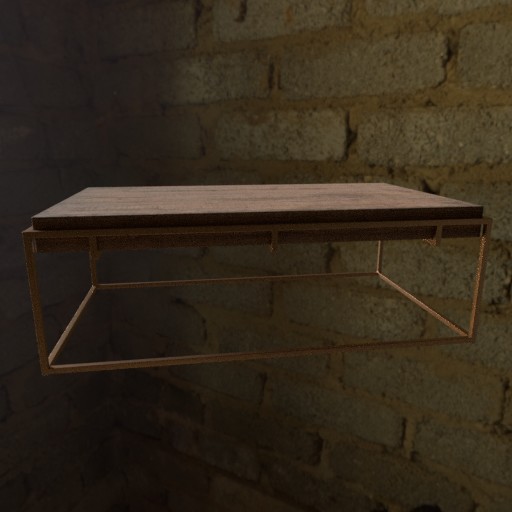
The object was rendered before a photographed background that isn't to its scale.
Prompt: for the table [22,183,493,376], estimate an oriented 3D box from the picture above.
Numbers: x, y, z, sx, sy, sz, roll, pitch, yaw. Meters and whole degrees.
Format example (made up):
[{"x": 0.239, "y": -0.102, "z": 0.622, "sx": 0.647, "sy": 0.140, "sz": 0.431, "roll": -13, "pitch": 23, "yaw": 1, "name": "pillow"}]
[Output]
[{"x": 0.000, "y": 0.000, "z": 1.709, "sx": 1.387, "sy": 0.468, "sz": 0.775, "roll": -2, "pitch": 15, "yaw": -9, "name": "table"}]
